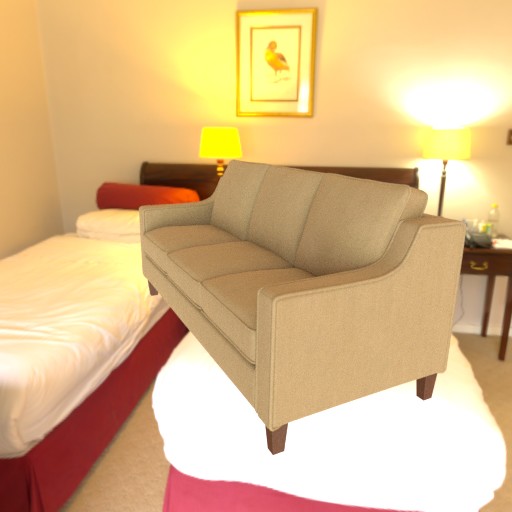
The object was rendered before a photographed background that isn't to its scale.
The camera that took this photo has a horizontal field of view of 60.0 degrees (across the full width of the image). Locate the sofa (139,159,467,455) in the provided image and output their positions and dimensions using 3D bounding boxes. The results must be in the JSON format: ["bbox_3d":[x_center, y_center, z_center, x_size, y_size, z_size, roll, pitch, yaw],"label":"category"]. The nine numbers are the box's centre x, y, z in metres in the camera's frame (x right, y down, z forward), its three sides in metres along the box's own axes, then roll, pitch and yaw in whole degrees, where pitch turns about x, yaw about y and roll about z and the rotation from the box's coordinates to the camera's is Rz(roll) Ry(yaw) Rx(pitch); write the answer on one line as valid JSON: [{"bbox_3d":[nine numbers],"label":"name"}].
[{"bbox_3d":[0.000,0.000,2.528,0.911,0.974,1.986,-8,18,-26],"label":"sofa"}]
